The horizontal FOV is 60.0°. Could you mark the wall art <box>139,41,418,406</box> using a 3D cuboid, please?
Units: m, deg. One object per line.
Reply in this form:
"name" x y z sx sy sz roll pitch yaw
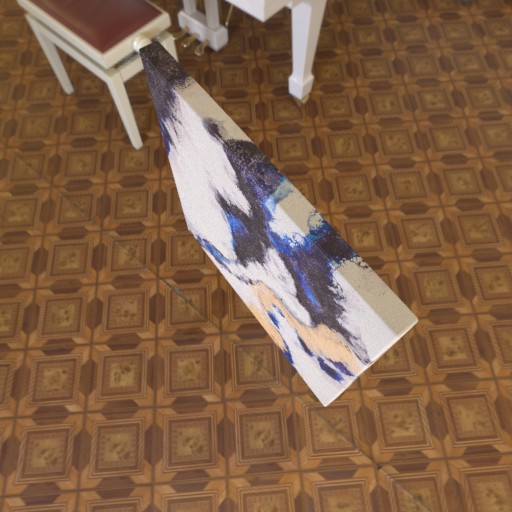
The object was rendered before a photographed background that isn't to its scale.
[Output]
"wall art" 0.000 0.000 0.905 0.039 0.609 0.609 -34 68 -15
